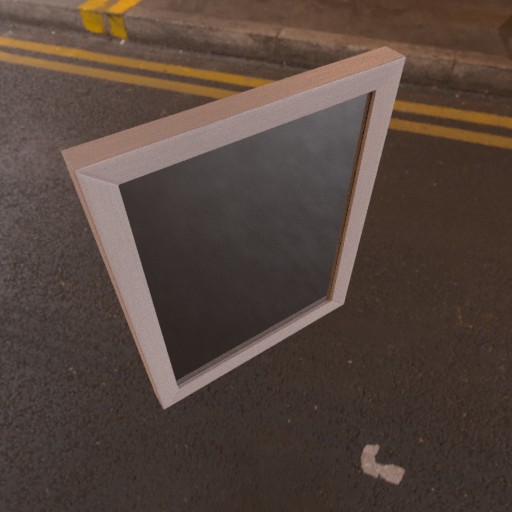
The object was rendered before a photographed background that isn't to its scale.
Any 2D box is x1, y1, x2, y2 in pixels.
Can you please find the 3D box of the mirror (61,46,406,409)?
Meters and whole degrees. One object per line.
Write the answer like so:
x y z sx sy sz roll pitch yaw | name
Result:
0.000 0.000 0.658 0.405 0.508 0.041 -26 53 -21 | mirror
